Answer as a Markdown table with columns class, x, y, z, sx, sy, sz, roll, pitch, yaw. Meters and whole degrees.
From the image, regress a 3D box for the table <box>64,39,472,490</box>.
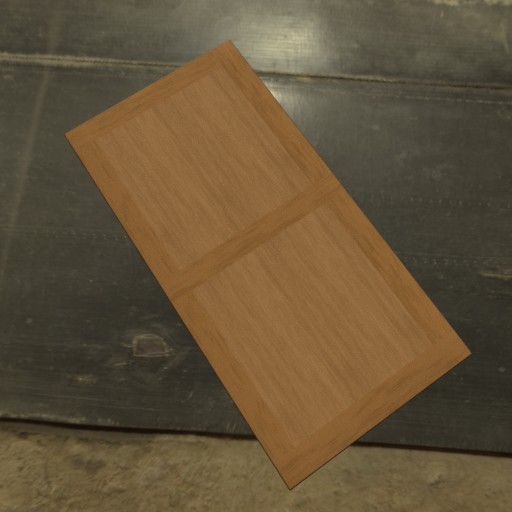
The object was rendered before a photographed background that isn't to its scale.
| class | x | y | z | sx | sy | sz | roll | pitch | yaw |
| --- | --- | --- | --- | --- | --- | --- | --- | --- | --- |
| table | 0.000 | 0.000 | 2.475 | 1.000 | 0.762 | 1.982 | -33 | 79 | -8 |
